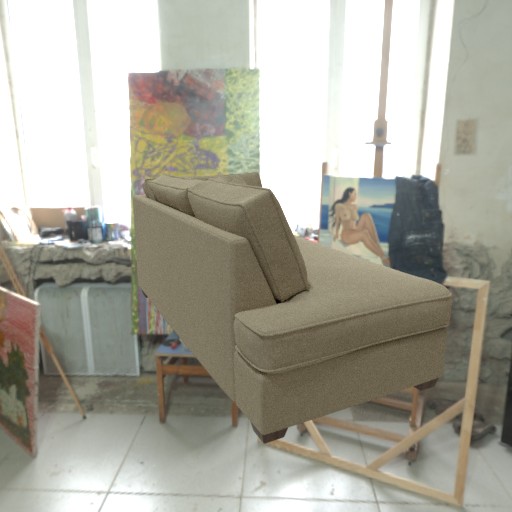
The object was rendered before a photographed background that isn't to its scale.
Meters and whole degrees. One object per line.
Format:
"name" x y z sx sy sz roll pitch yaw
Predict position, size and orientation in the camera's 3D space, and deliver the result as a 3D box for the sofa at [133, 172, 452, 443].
"sofa" 0.000 0.000 2.865 1.110 1.033 2.237 -7 16 -26
